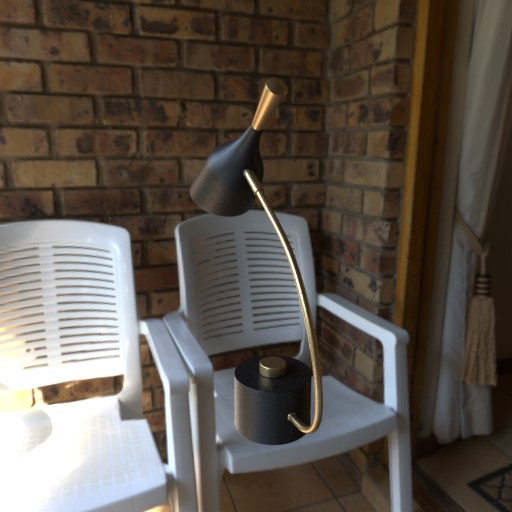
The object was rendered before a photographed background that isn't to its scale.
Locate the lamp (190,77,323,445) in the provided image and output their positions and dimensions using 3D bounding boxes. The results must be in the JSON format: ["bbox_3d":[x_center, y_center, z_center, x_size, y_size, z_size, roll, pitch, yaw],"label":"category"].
[{"bbox_3d":[0.000,0.000,0.633,0.110,0.464,0.352,-6,15,-24],"label":"lamp"}]
